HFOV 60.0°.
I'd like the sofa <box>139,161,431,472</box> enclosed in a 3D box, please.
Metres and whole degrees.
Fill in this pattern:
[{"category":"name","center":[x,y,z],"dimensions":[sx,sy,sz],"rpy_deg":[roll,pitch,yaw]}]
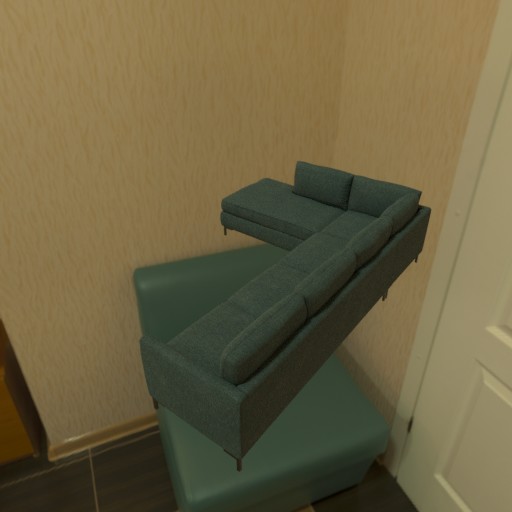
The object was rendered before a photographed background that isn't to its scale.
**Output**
[{"category":"sofa","center":[0.000,0.000,3.847],"dimensions":[2.007,0.815,2.949],"rpy_deg":[22,38,31]}]
